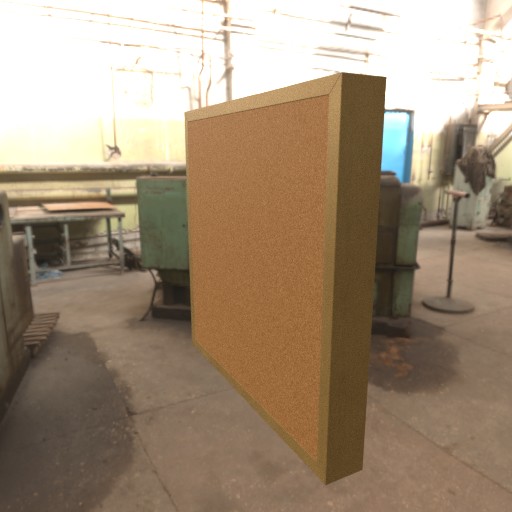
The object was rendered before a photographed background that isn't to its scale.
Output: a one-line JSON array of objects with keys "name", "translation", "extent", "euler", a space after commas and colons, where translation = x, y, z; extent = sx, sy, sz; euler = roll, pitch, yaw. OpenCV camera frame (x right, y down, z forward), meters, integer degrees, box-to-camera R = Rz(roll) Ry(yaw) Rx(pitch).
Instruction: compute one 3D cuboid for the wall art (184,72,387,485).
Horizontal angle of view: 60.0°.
[{"name": "wall art", "translation": [0.000, 0.000, 0.454], "extent": [0.038, 0.305, 0.305], "euler": [-7, 15, -27]}]
